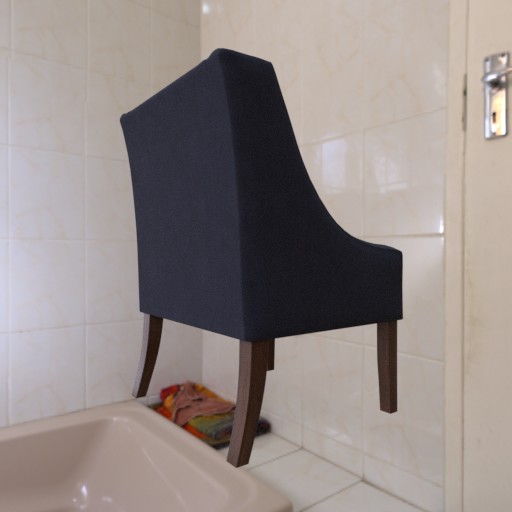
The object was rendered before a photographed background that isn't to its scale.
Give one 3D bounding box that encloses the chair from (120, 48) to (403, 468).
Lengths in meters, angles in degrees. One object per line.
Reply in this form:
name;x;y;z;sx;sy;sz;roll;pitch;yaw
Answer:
chair;0.000;0.000;1.341;0.629;0.895;0.629;0;1;-37
